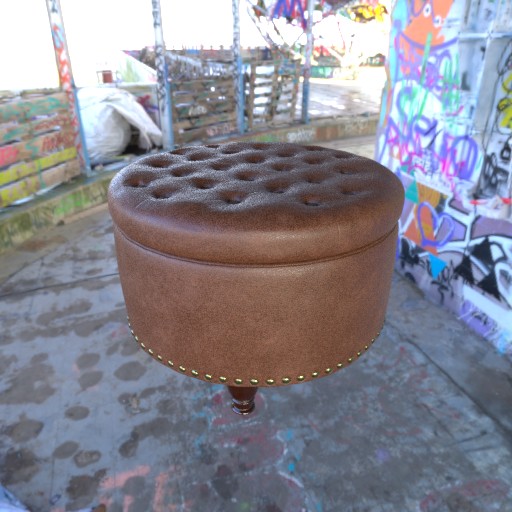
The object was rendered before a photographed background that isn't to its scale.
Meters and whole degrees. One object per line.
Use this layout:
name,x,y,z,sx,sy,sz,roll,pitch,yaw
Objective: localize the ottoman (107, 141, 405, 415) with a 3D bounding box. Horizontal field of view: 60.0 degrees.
ottoman,0.000,0.000,1.069,0.637,0.442,0.637,0,26,0
